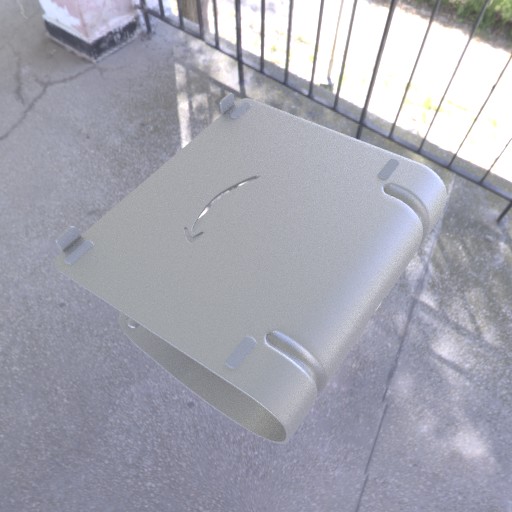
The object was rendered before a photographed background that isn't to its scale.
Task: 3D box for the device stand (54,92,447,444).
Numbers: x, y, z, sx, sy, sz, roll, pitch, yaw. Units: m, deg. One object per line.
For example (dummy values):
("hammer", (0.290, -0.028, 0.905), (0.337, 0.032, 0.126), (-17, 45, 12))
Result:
("device stand", (0.000, 0.000, 0.413), (0.236, 0.155, 0.256), (33, 64, 18))
